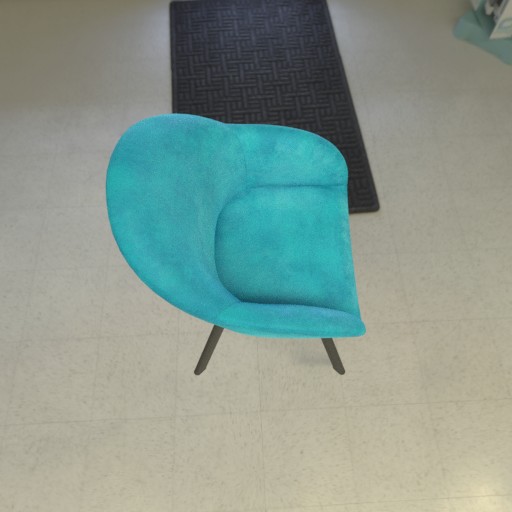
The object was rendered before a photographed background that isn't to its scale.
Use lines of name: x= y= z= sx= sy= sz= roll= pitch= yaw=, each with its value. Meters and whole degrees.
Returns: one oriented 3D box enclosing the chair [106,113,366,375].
chair: x=0.000 y=0.000 z=1.216 sx=0.590 sy=0.795 sz=0.550 roll=0 pitch=64 yaw=0
